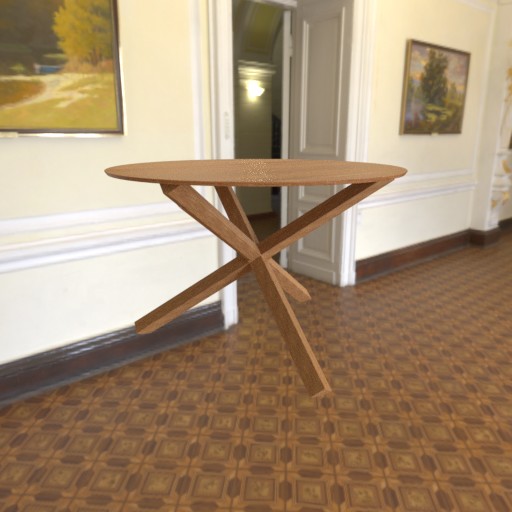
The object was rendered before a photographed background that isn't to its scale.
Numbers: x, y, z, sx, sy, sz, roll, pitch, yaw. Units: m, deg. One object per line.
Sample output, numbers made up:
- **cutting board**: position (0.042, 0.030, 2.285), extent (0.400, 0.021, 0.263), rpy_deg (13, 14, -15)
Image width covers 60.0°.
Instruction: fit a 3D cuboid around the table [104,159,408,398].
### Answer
- **table**: position (0.000, 0.000, 1.683), extent (1.038, 0.666, 1.038), rpy_deg (0, 15, 0)
